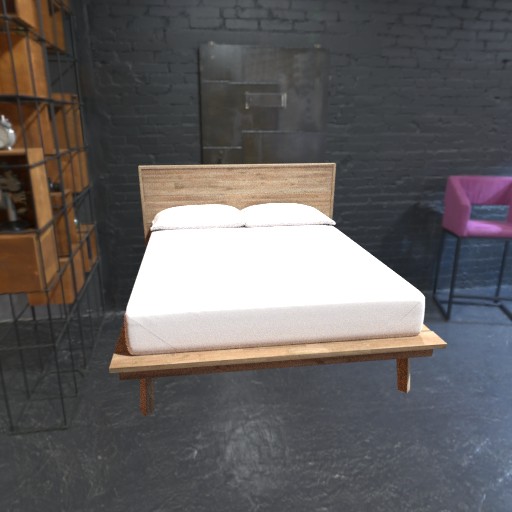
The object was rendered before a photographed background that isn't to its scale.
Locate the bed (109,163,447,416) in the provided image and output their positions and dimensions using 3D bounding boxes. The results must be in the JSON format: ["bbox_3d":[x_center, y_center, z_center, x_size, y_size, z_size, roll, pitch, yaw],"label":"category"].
[{"bbox_3d":[0.000,0.000,3.135,1.759,1.071,2.145,-2,17,-8],"label":"bed"}]
